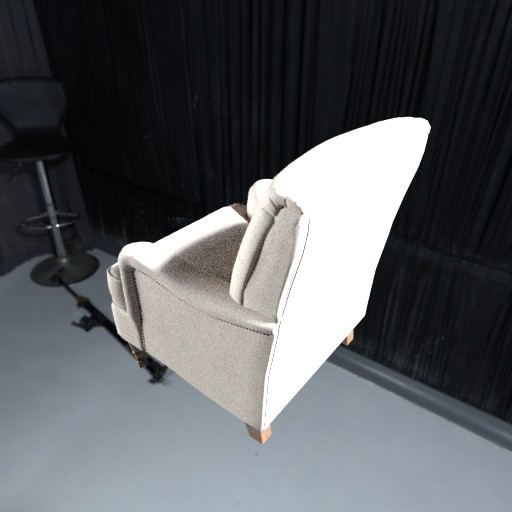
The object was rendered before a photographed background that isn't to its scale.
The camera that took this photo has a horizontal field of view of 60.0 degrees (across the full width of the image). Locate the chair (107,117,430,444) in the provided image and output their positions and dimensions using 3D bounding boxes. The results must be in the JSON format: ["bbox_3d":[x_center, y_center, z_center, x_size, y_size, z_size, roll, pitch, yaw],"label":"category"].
[{"bbox_3d":[0.000,0.000,1.807,0.953,1.119,0.879,22,37,31],"label":"chair"}]
